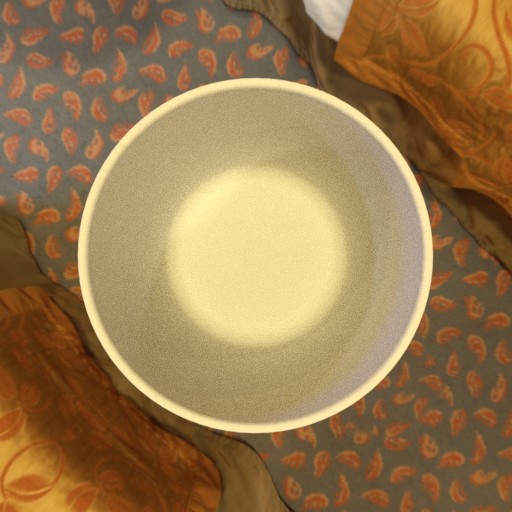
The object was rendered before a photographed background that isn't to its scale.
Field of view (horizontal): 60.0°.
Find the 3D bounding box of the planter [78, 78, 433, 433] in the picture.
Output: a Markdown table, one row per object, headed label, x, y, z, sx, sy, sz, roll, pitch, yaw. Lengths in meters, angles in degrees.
| label | x | y | z | sx | sy | sz | roll | pitch | yaw |
| --- | --- | --- | --- | --- | --- | --- | --- | --- | --- |
| planter | 0.000 | 0.000 | 0.745 | 0.440 | 0.398 | 0.440 | 0 | 90 | 0 |
